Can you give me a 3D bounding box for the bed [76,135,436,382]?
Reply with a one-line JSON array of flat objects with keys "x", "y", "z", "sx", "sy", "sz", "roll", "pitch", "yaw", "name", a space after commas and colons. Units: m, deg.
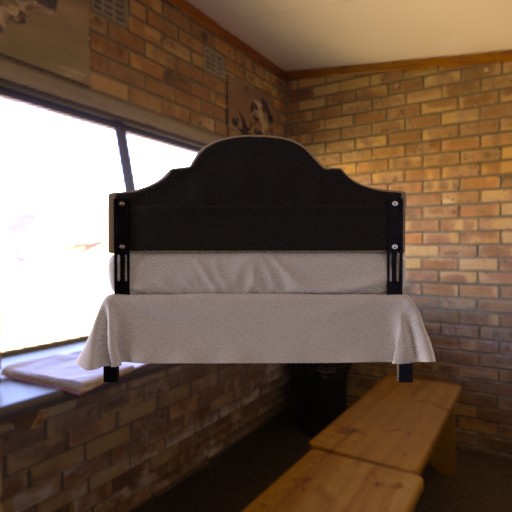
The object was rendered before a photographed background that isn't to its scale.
[{"x": 0.000, "y": 0.000, "z": 3.877, "sx": 2.303, "sy": 1.631, "sz": 2.222, "roll": 0, "pitch": 1, "yaw": 0, "name": "bed"}]
